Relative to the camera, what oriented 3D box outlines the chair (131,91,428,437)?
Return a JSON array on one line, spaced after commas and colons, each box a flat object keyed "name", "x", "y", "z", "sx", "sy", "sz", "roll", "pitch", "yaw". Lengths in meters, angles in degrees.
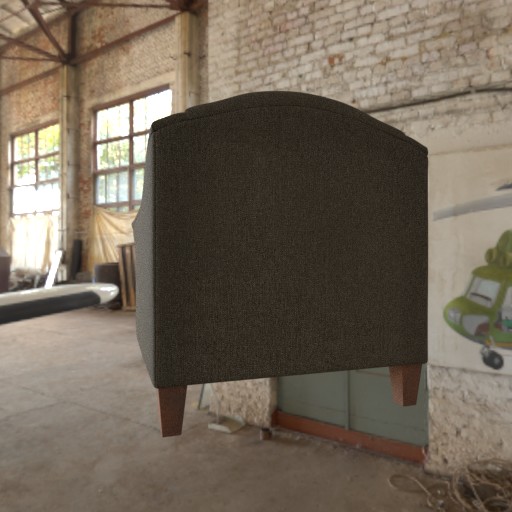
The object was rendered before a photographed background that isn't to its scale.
[{"name": "chair", "x": 0.000, "y": 0.000, "z": 1.466, "sx": 0.763, "sy": 0.839, "sz": 0.787, "roll": 0, "pitch": 0, "yaw": -19}]
